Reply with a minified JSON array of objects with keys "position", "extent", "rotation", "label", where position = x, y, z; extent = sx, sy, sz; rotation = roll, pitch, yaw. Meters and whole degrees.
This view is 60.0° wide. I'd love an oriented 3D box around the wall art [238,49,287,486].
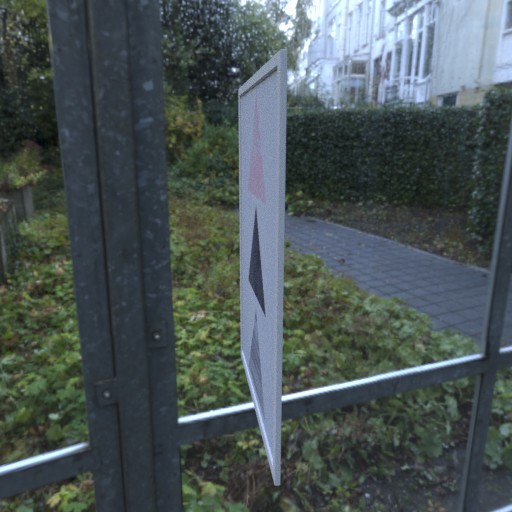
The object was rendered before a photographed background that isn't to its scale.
[{"position":[0.000,0.000,1.233],"extent":[0.013,0.940,0.659],"rotation":[-2,15,-9],"label":"wall art"}]
